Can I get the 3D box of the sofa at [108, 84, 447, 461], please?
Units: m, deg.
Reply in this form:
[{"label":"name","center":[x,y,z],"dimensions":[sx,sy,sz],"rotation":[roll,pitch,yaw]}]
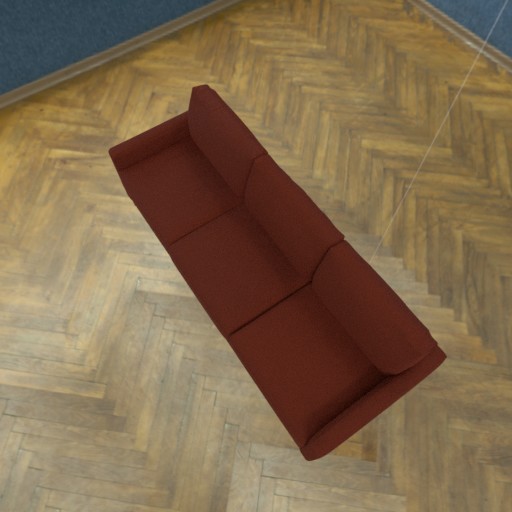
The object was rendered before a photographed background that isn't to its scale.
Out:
[{"label":"sofa","center":[0.000,0.000,2.729],"dimensions":[0.875,0.879,2.252],"rotation":[-32,67,-15]}]
